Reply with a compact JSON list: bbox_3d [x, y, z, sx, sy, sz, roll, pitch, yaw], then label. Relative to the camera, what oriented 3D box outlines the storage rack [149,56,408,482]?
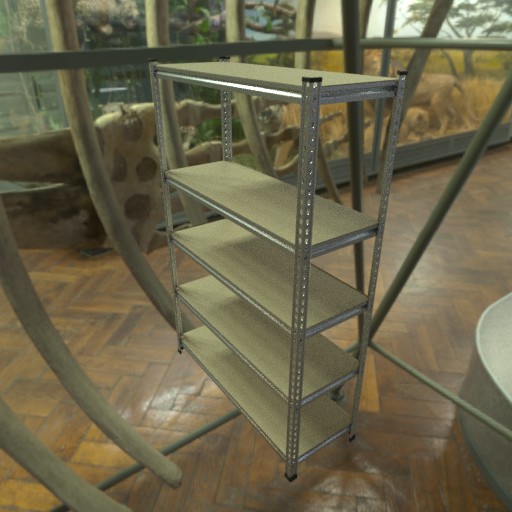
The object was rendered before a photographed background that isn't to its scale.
[{"bbox_3d":[0.000,0.000,2.294,0.457,1.829,1.219,-18,32,-31],"label":"storage rack"}]
